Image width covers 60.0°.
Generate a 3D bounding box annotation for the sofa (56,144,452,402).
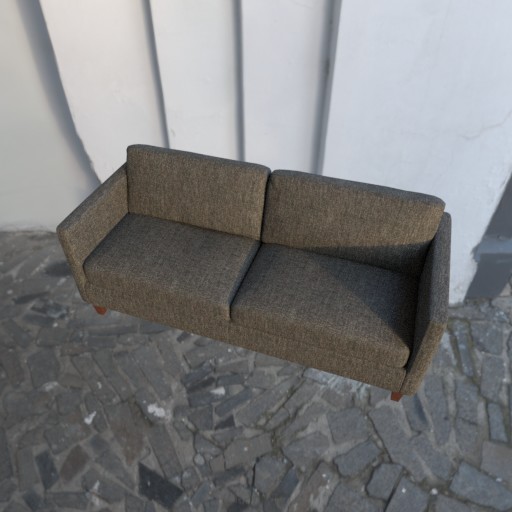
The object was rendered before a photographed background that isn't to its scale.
[{"bbox_3d":[0.000,0.000,2.807,2.208,0.960,0.948,13,44,14],"label":"sofa"}]
